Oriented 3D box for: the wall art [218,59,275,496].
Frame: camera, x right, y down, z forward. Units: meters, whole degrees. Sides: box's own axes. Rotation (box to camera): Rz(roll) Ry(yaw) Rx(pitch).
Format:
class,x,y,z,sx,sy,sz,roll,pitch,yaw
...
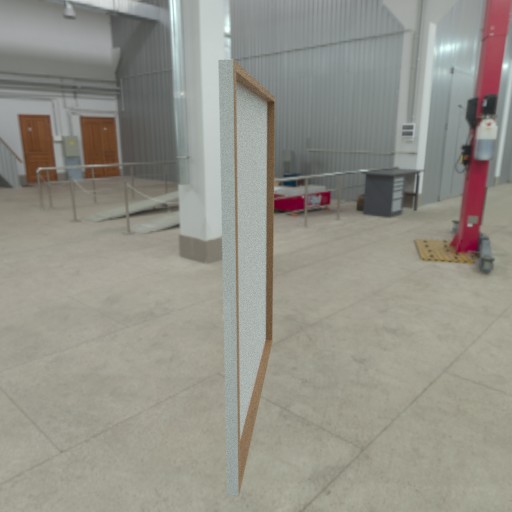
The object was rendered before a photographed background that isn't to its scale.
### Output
class,x,y,z,sx,sy,sz,roll,pitch,yaw
wall art,0.000,0.000,0.978,0.021,0.710,0.609,2,15,7
